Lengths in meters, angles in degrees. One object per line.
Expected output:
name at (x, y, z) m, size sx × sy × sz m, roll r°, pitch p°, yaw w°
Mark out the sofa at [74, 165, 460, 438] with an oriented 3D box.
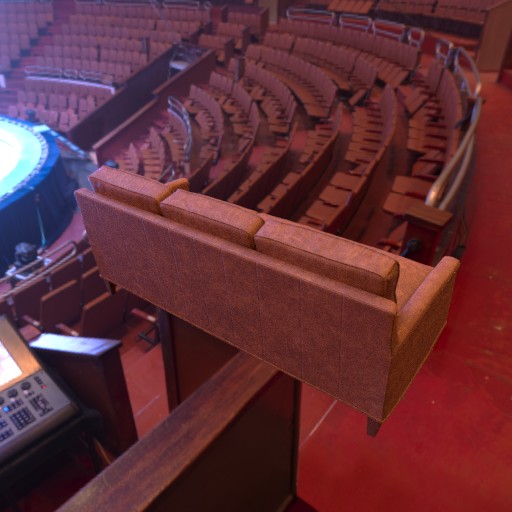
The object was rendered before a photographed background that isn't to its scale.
sofa at (0.000, 0.000, 2.848) m, size 2.246 × 1.003 × 1.084 m, roll 21°, pitch 36°, yaw 31°
